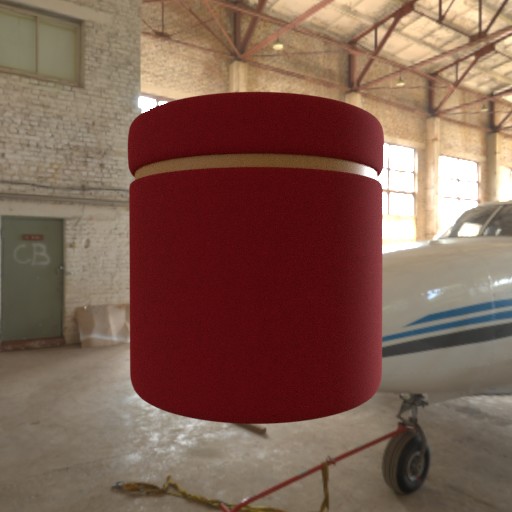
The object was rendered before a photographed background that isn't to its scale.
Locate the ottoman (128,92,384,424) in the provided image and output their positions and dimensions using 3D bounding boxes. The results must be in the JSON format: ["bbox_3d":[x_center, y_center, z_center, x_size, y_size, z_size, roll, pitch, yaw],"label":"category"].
[{"bbox_3d":[0.000,0.000,0.722,0.400,0.406,0.400,0,1,0],"label":"ottoman"}]
